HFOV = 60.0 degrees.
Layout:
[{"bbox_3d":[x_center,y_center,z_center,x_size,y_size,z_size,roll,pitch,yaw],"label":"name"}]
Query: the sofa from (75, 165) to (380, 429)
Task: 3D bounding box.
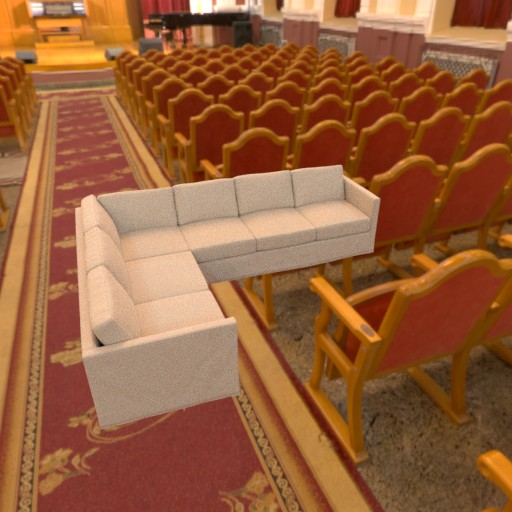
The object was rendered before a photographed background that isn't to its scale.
[{"bbox_3d":[0.000,0.000,4.290,3.182,0.871,2.432,-11,32,-18],"label":"sofa"}]
